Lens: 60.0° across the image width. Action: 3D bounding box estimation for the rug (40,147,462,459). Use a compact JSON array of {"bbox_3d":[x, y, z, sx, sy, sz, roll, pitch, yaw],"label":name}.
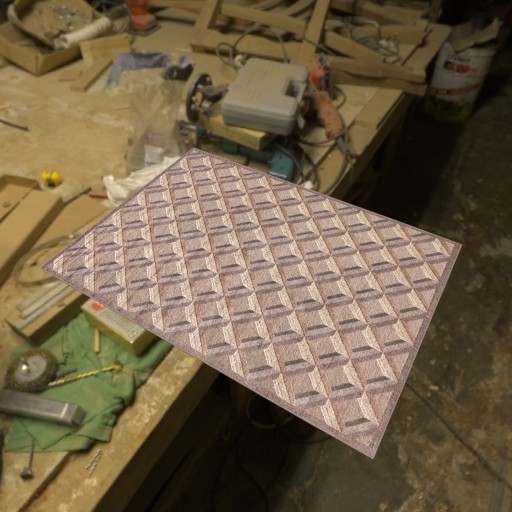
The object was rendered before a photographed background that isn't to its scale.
[{"bbox_3d":[0.000,0.000,4.243,3.294,0.018,2.382,24,51,21],"label":"rug"}]
